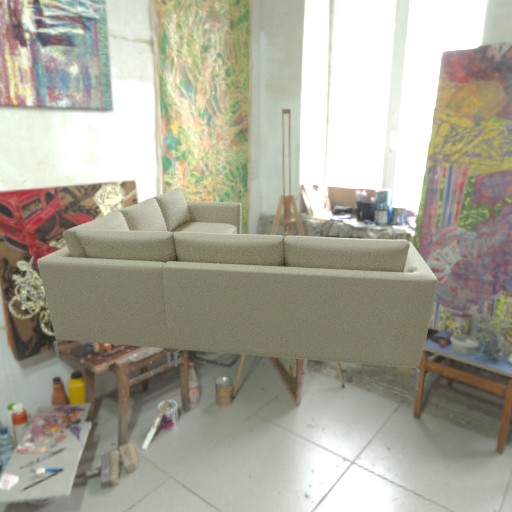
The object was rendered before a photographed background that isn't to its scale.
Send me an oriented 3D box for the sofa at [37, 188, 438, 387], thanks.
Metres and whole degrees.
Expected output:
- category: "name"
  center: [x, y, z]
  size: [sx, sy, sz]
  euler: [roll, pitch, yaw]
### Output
- category: "sofa"
  center: [0.000, 0.000, 3.817]
  size: [2.430, 0.867, 2.448]
  euler: [3, 16, 9]
